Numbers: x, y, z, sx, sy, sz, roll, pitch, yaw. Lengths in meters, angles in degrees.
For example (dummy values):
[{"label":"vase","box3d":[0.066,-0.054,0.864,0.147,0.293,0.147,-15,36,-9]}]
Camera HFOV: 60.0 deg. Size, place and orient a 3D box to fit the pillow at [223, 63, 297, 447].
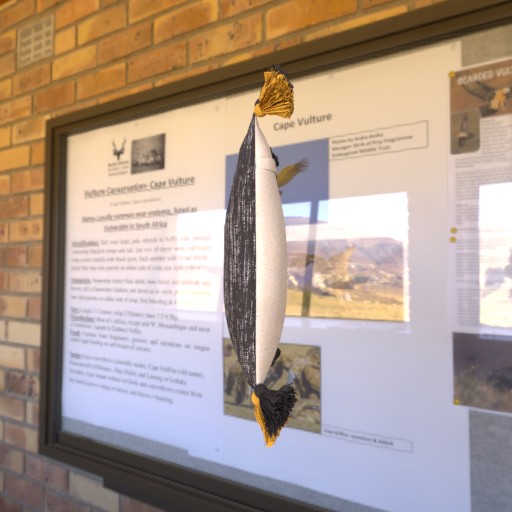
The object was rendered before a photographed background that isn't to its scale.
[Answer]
[{"label":"pillow","box3d":[0.000,0.000,0.996,0.139,0.659,0.654,0,-2,0]}]
